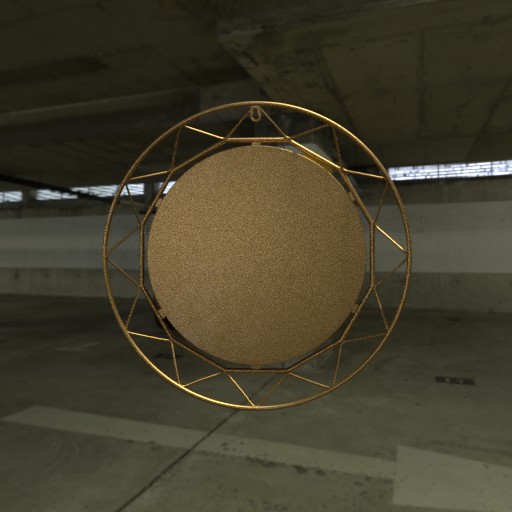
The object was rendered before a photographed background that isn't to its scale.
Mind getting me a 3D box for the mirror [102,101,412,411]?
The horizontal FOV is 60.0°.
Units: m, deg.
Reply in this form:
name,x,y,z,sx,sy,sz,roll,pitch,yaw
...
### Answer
name,x,y,z,sx,sy,sz,roll,pitch,yaw
mirror,0.000,0.000,0.669,0.454,0.454,0.043,0,0,2
